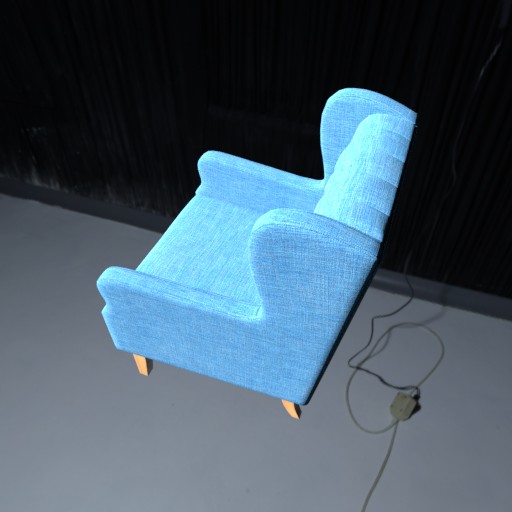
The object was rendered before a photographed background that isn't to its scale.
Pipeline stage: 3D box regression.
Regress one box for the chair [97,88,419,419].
[{"bbox_3d":[0.000,0.000,1.479,0.775,0.952,0.711,16,48,15],"label":"chair"}]
